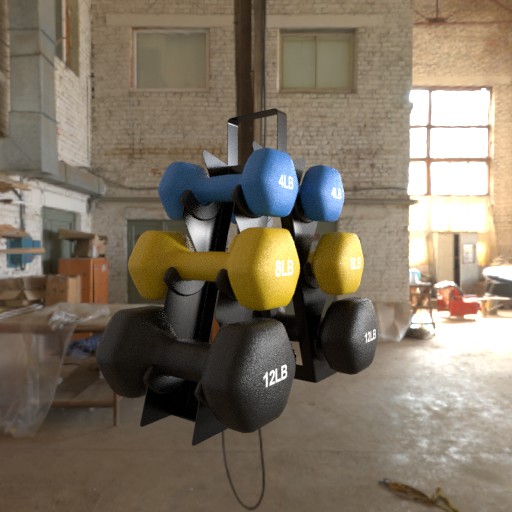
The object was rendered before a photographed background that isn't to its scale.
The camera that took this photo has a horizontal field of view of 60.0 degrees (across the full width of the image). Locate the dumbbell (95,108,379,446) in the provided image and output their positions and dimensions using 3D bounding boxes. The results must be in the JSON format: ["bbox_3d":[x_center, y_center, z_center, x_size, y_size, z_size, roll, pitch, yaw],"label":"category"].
[{"bbox_3d":[0.000,0.000,0.674,0.255,0.426,0.409,1,1,36],"label":"dumbbell"}]
